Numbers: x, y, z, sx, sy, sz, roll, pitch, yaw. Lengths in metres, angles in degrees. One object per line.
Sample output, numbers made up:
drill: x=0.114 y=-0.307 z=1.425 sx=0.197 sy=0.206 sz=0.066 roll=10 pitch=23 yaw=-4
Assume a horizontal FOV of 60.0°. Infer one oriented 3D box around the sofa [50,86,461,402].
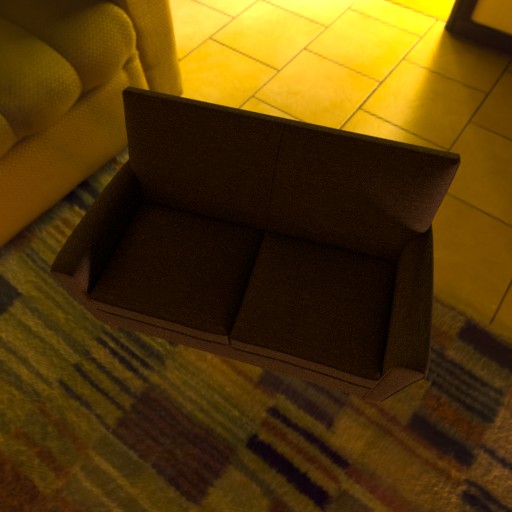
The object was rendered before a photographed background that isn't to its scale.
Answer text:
sofa: x=0.000 y=0.000 z=2.016 sx=1.509 sy=0.905 sz=0.867 roll=14 pitch=61 yaw=8
